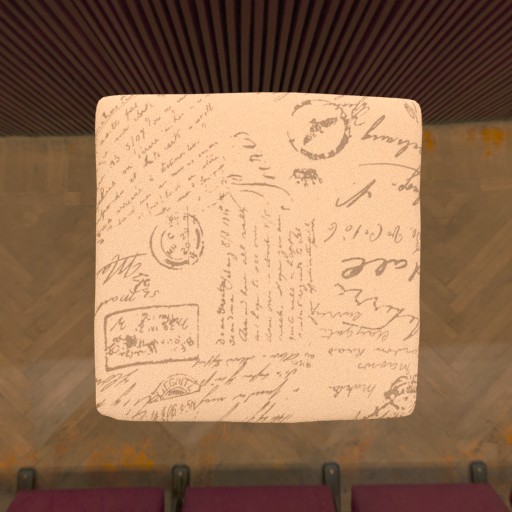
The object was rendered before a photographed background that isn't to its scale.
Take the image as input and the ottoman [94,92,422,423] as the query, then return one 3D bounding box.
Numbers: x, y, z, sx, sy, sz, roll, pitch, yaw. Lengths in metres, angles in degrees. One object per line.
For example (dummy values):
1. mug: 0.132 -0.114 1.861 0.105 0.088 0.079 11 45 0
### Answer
1. ottoman: 0.000 0.000 0.799 0.449 0.457 0.450 0 91 -1
